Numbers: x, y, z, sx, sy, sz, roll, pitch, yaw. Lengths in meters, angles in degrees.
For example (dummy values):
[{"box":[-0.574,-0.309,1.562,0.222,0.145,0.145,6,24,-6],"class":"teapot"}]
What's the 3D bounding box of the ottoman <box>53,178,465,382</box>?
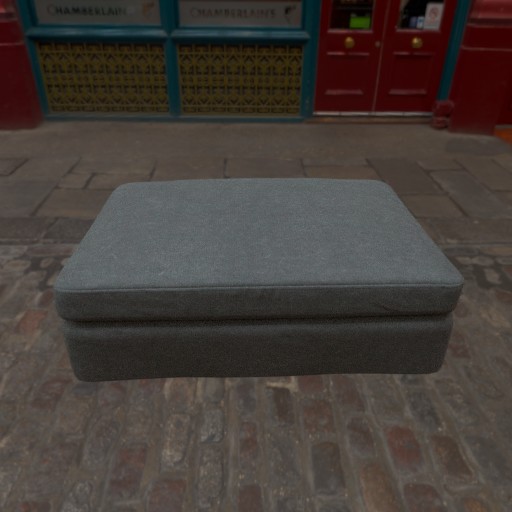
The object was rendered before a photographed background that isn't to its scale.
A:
[{"box":[0.000,0.000,1.642,1.199,0.429,0.840,-1,30,-2],"class":"ottoman"}]
